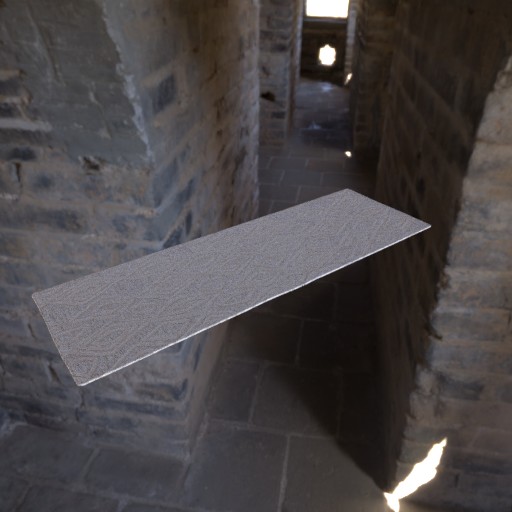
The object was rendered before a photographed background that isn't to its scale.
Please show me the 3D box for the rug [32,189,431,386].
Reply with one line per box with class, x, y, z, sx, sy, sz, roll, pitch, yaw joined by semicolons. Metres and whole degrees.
rug;0.000;0.000;2.732;2.436;0.013;0.807;-21;38;-30
